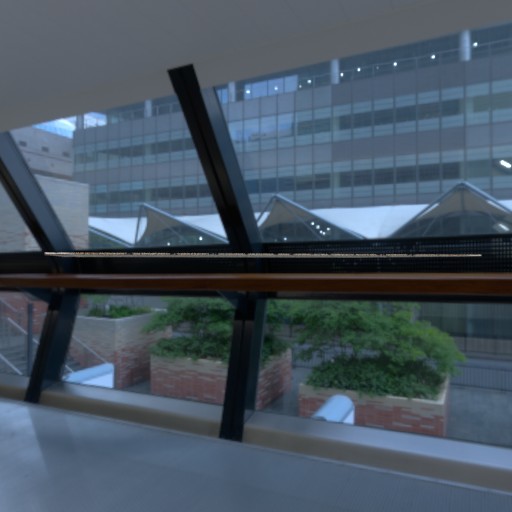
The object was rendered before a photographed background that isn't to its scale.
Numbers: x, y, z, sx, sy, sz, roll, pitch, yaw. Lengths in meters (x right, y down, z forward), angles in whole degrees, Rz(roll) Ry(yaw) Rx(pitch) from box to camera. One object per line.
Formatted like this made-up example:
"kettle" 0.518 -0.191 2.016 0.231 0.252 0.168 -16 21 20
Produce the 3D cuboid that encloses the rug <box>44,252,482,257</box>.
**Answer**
"rug" 0.000 0.000 2.459 2.006 0.008 1.196 0 -1 -19
